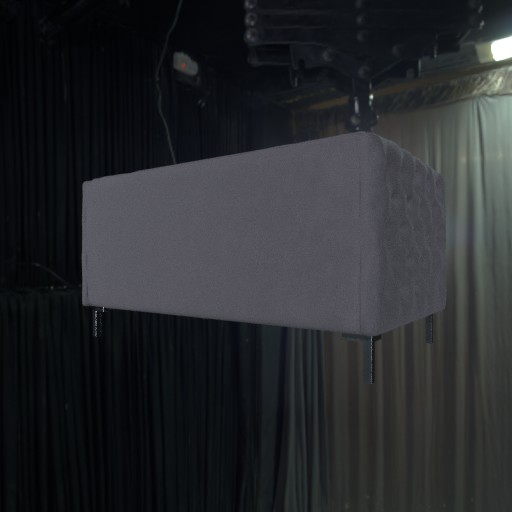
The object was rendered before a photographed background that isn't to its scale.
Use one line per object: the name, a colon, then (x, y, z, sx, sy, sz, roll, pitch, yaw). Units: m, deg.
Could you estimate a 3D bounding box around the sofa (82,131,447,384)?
sofa: (0.000, 0.000, 2.157, 1.583, 0.810, 0.909, 0, 0, 36)
